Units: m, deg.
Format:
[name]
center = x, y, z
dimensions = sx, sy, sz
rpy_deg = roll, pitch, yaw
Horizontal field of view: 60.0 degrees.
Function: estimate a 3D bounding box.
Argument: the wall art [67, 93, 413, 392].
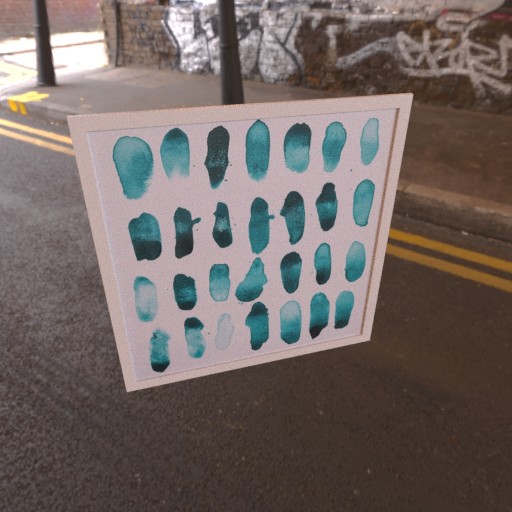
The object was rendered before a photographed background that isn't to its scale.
[wall art]
center = 0.000, 0.000, 1.222
dimensions = 0.812, 0.813, 0.013
rpy_deg = -9, 32, -14
